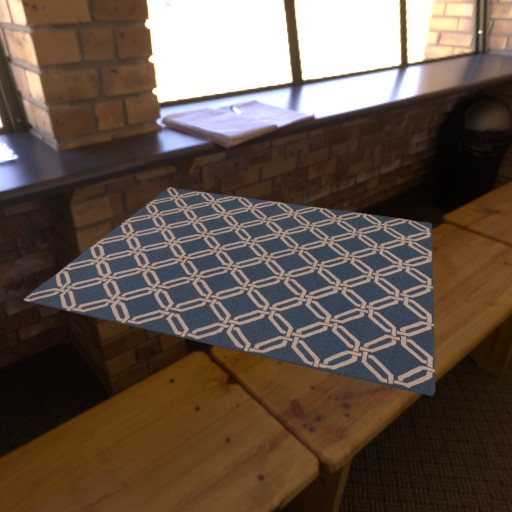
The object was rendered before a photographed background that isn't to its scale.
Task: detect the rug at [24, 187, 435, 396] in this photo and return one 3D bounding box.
[{"bbox_3d":[0.000,0.000,3.785,2.867,0.020,2.277,10,32,16],"label":"rug"}]
